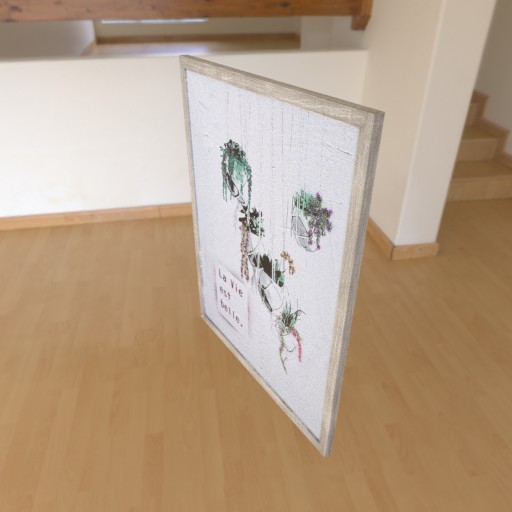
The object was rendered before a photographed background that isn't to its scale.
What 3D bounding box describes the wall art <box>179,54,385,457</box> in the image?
[{"bbox_3d":[0.000,0.000,1.338,0.035,1.022,0.781,-21,38,-29],"label":"wall art"}]
